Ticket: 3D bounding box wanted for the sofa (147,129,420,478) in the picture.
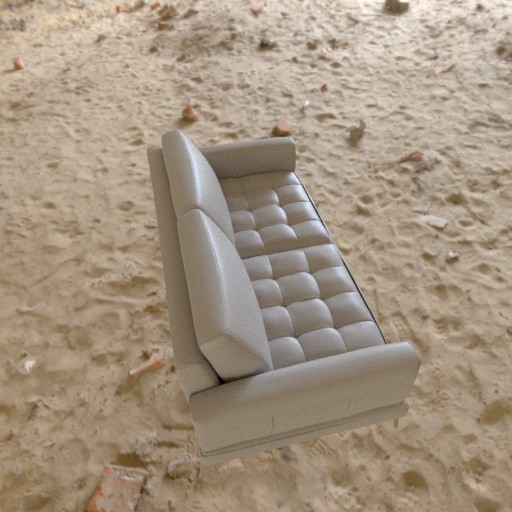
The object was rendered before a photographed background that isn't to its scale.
[{"bbox_3d":[0.000,0.000,2.756,1.121,0.930,2.177,-10,46,-10],"label":"sofa"}]
